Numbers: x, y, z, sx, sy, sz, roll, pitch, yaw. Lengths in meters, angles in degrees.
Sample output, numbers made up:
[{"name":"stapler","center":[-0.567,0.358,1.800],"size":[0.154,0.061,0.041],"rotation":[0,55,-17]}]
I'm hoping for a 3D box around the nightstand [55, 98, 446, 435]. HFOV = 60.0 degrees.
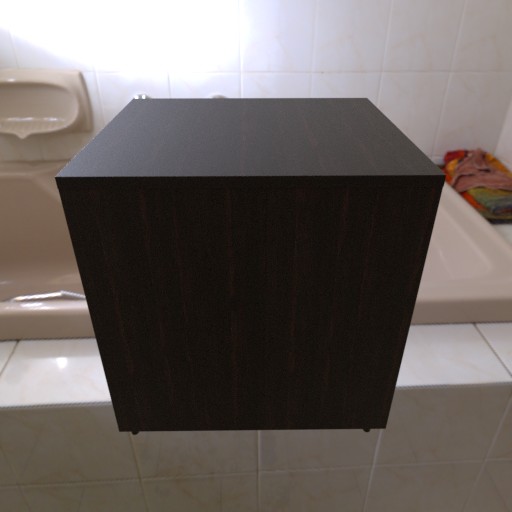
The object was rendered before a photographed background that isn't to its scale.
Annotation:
[{"name":"nightstand","center":[0.000,0.000,0.794],"size":[0.461,0.460,0.400],"rotation":[0,32,-1]}]
